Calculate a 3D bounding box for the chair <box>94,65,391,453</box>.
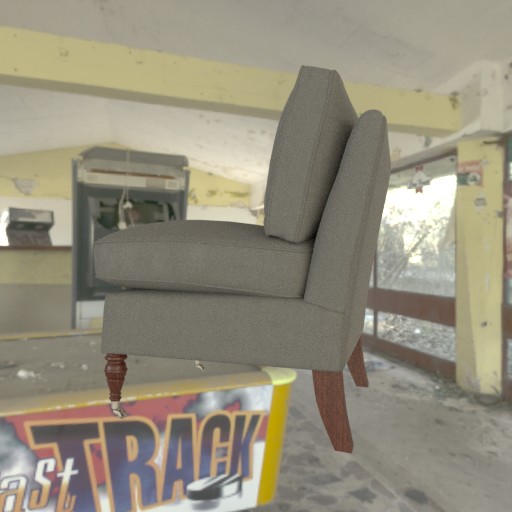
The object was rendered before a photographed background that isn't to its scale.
[{"bbox_3d":[0.000,0.000,1.605,0.924,1.045,0.724,0,0,18],"label":"chair"}]
